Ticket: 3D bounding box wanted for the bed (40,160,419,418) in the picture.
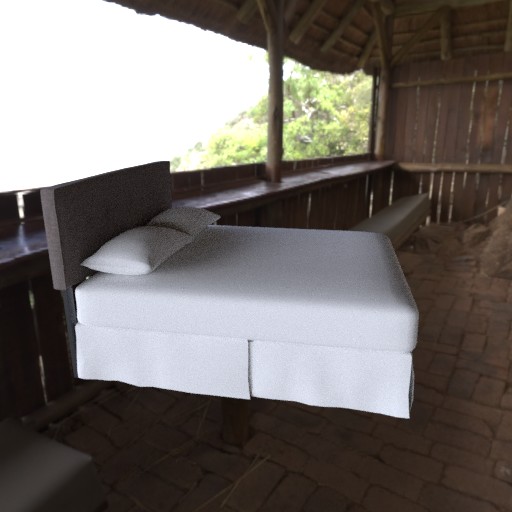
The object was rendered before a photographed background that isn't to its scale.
[{"bbox_3d":[0.000,0.000,2.919,1.894,1.089,1.610,3,18,10],"label":"bed"}]
